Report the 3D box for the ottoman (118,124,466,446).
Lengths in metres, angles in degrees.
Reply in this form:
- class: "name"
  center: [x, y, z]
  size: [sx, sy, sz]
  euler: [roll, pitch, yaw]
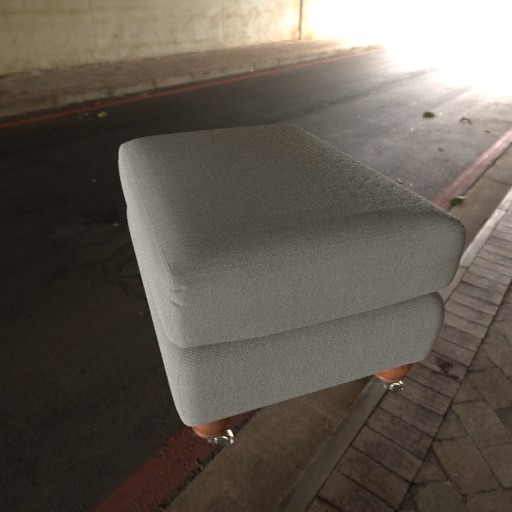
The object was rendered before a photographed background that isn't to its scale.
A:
- class: "ottoman"
  center: [0.000, 0.000, 1.112]
  size: [0.569, 0.504, 0.773]
  euler: [-10, 32, -17]
